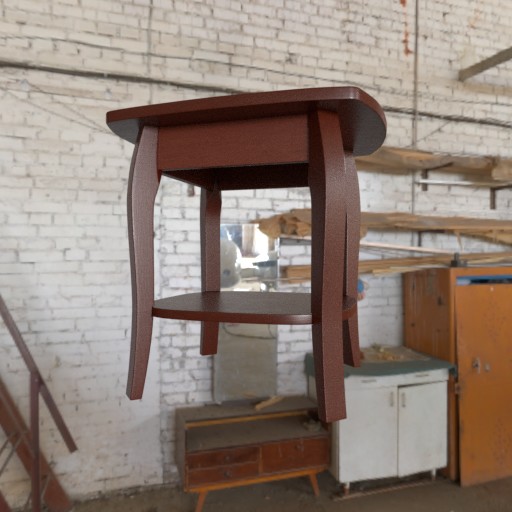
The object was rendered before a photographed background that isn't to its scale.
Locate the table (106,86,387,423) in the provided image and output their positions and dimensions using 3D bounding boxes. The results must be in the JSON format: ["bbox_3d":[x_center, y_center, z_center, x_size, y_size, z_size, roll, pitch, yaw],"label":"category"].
[{"bbox_3d":[0.000,0.000,0.890,0.502,0.496,0.433,0,1,17],"label":"table"}]
